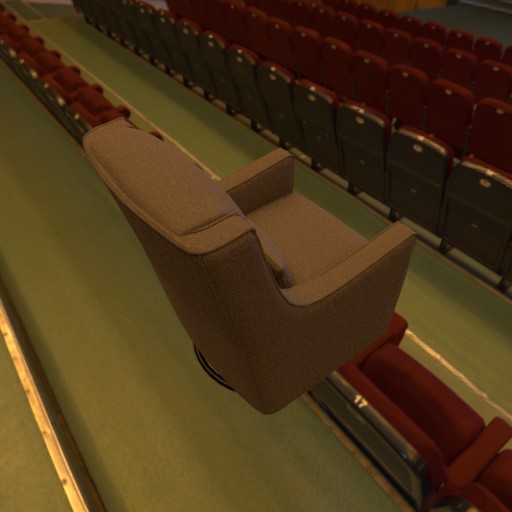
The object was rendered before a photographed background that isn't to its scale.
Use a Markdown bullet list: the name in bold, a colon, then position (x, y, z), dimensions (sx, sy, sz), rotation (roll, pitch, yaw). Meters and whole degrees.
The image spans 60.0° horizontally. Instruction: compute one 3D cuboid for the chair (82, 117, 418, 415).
- **chair**: position (0.000, 0.000, 1.600), dimensions (0.879, 0.993, 0.732), rotation (-27, 49, -26)
